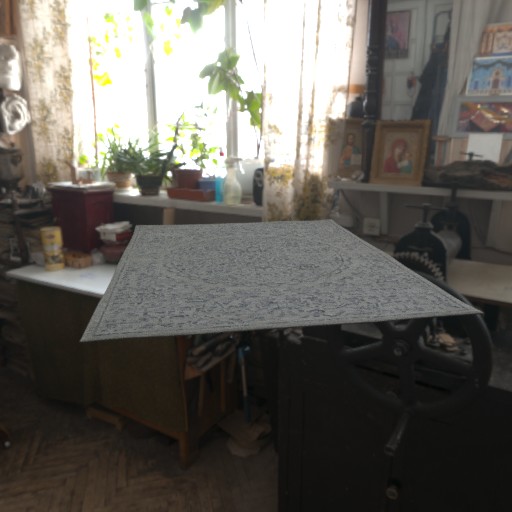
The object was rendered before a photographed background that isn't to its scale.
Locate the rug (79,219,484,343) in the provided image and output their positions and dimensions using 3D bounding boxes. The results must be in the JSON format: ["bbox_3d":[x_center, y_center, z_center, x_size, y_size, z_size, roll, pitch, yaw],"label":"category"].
[{"bbox_3d":[0.000,0.000,3.896,2.343,0.026,2.925,-2,16,-9],"label":"rug"}]
